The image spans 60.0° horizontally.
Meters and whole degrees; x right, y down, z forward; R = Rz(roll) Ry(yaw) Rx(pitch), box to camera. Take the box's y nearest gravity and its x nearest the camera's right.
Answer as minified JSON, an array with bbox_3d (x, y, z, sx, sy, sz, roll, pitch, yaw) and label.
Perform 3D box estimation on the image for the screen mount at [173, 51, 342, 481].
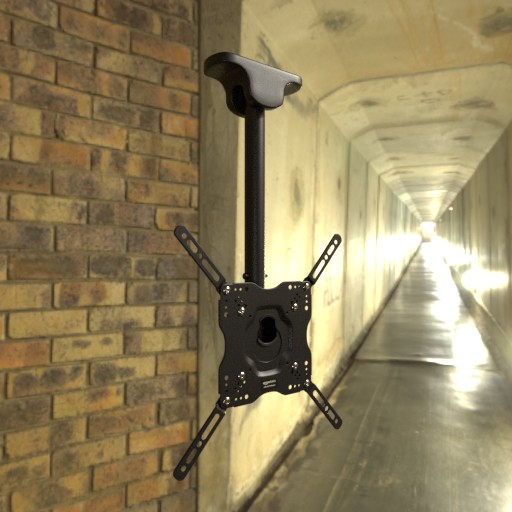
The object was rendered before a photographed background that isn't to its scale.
[{"bbox_3d":[0.000,0.000,0.866,0.393,0.729,0.090,1,-1,-37],"label":"screen mount"}]
